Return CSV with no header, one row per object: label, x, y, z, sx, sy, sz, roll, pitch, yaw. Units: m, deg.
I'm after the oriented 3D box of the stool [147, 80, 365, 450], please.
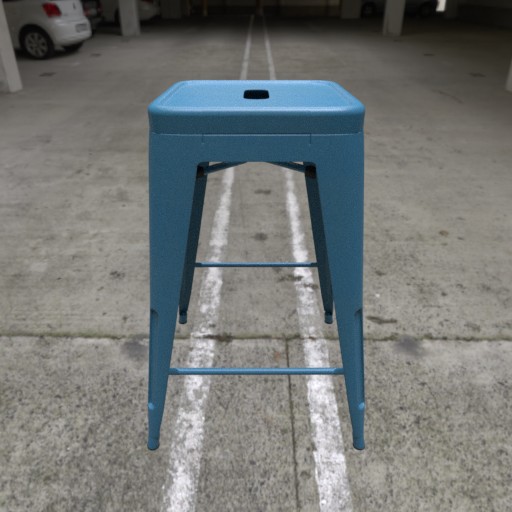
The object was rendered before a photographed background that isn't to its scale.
stool,0.000,0.000,0.864,0.410,0.608,0.410,0,28,0
